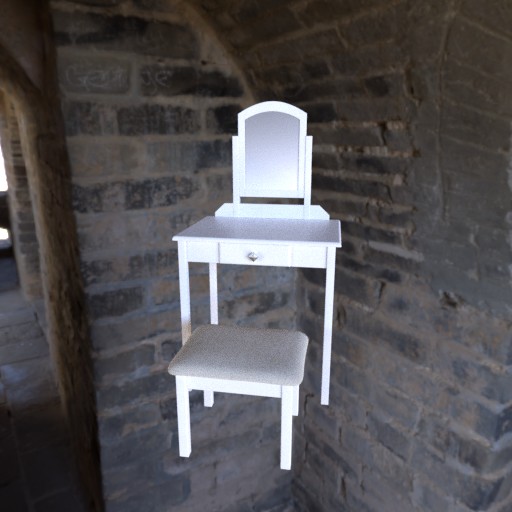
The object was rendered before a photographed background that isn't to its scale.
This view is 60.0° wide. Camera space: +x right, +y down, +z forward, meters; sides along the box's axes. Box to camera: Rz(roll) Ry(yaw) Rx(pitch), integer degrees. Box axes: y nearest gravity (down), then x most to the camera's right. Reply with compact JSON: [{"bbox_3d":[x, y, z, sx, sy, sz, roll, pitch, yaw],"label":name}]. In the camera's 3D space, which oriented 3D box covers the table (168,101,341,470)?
[{"bbox_3d":[0.000,0.000,2.342,0.876,1.631,1.211,3,15,10],"label":"table"}]
